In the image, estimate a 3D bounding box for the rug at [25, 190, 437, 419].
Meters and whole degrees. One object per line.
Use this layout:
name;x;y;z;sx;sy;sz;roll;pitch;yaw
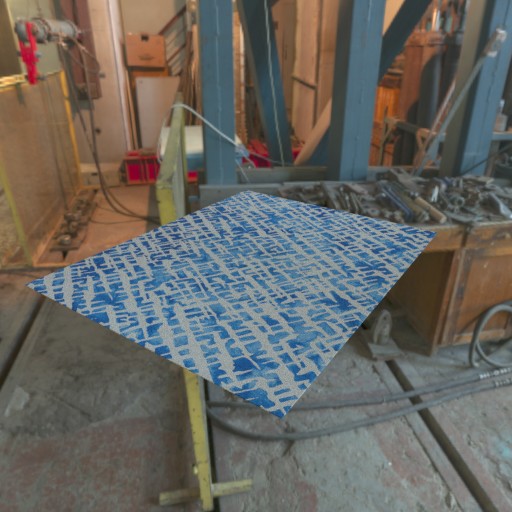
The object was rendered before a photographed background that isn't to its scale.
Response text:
rug;0.000;0.000;4.040;2.435;0.007;3.007;17;31;31
